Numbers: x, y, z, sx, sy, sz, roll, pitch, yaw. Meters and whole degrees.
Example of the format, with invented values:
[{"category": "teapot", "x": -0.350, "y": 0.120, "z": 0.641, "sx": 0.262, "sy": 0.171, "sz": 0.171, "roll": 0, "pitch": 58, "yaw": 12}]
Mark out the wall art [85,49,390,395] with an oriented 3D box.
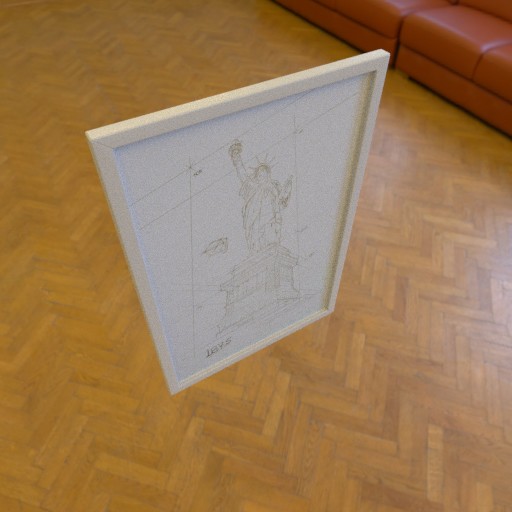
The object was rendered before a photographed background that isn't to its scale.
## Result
[{"category": "wall art", "x": 0.000, "y": 0.000, "z": 1.022, "sx": 0.556, "sy": 0.813, "sz": 0.026, "roll": -23, "pitch": 52, "yaw": -20}]
